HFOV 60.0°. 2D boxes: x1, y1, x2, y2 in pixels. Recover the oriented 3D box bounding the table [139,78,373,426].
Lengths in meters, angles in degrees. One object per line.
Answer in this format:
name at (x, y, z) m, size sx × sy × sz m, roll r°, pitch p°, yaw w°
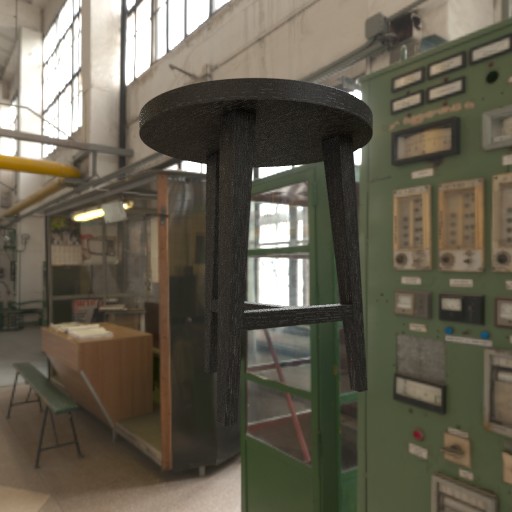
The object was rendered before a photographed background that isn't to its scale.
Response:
table at (0.000, 0.000, 0.777) m, size 0.399 × 0.460 × 0.399 m, roll 0°, pitch -1°, yaw 0°
